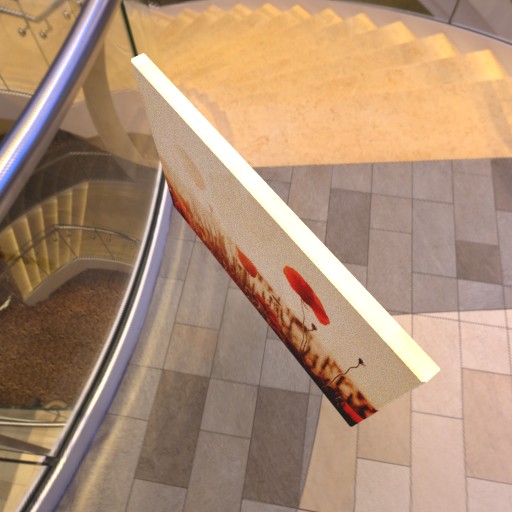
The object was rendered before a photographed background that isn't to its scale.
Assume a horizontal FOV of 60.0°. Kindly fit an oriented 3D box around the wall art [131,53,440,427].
[{"bbox_3d":[0.000,0.000,1.127,0.038,0.602,0.918,-34,68,-16],"label":"wall art"}]
